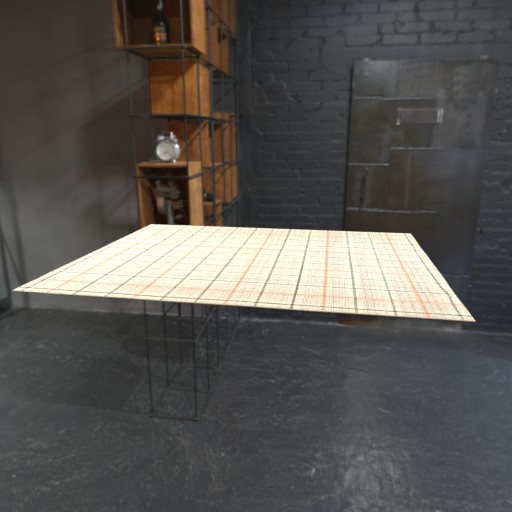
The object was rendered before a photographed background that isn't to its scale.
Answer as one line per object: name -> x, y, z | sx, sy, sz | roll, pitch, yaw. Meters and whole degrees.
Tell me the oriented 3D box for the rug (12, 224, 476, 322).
rug -> 0.000, 0.000, 4.011 | 3.048, 0.012, 2.444 | 3, 15, 10
